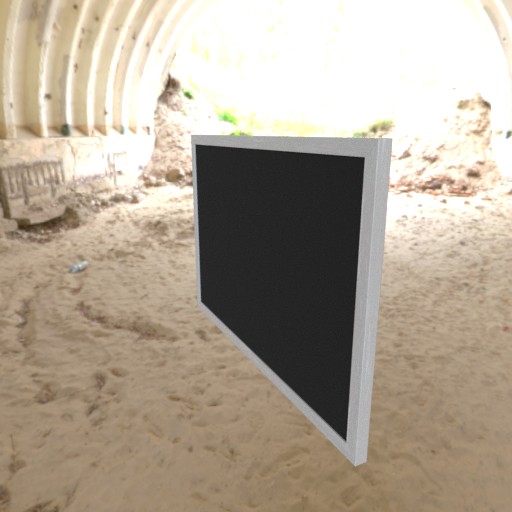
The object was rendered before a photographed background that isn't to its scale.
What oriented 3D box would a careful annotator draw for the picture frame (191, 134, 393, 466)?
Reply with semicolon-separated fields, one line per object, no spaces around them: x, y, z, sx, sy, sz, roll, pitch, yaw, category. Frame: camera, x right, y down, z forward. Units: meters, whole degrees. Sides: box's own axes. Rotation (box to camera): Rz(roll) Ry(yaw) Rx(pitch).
0.000;0.000;1.222;0.029;0.640;0.950;-8;17;-26;picture frame
